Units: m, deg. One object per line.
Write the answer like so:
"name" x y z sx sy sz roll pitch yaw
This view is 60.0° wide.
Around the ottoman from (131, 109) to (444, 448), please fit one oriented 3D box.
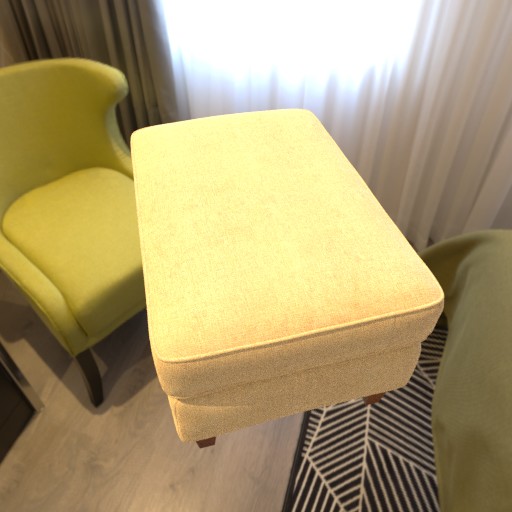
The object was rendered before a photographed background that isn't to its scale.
"ottoman" 0.000 0.000 1.233 0.583 0.484 0.862 -10 45 -10
